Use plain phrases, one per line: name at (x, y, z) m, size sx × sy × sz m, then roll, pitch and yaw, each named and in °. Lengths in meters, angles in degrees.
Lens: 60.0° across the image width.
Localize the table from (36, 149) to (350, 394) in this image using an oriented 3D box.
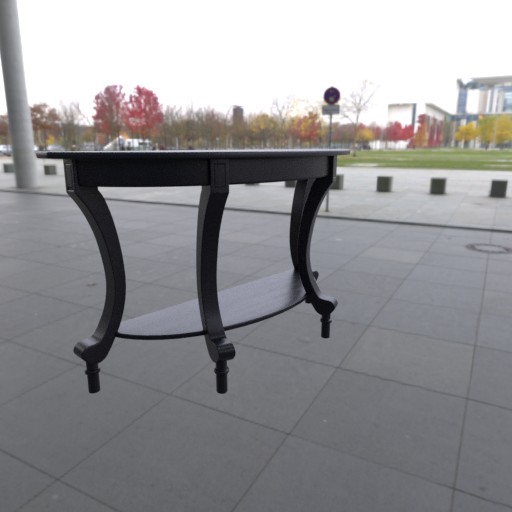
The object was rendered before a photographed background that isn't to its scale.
table at (0.000, 0.000, 1.492) m, size 0.394 × 0.692 × 1.198 m, roll 13°, pitch 19°, yaw 42°
